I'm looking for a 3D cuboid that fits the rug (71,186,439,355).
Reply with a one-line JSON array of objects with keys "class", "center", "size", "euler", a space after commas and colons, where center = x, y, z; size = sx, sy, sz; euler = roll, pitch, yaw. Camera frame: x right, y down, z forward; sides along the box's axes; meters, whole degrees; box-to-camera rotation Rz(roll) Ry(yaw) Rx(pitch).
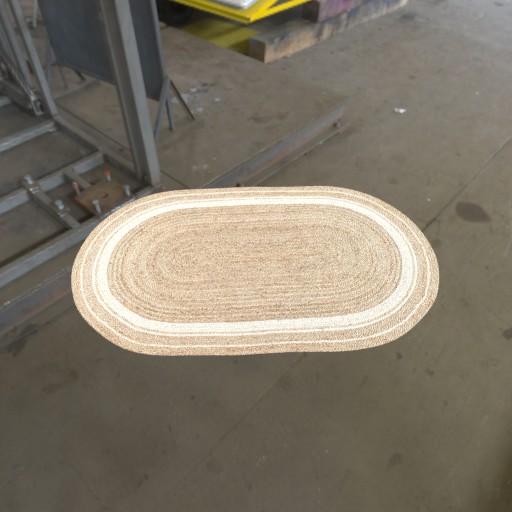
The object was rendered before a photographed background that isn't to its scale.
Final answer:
[{"class": "rug", "center": [0.000, 0.000, 3.003], "size": [2.432, 0.006, 1.520], "euler": [-2, 46, -2]}]
